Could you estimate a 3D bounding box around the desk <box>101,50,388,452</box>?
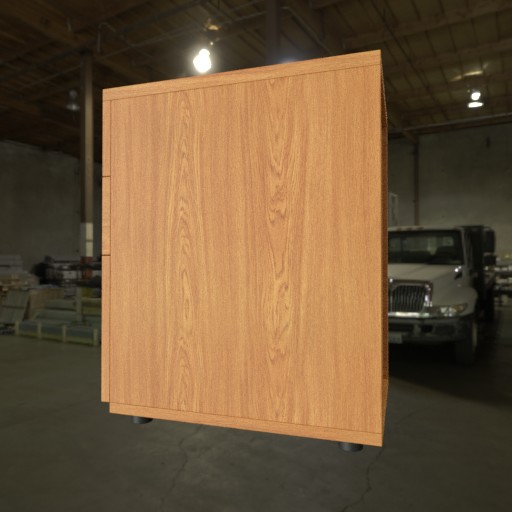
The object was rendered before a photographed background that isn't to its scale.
[{"bbox_3d":[0.000,0.000,1.072,0.600,0.730,0.404,0,-1,18],"label":"desk"}]
